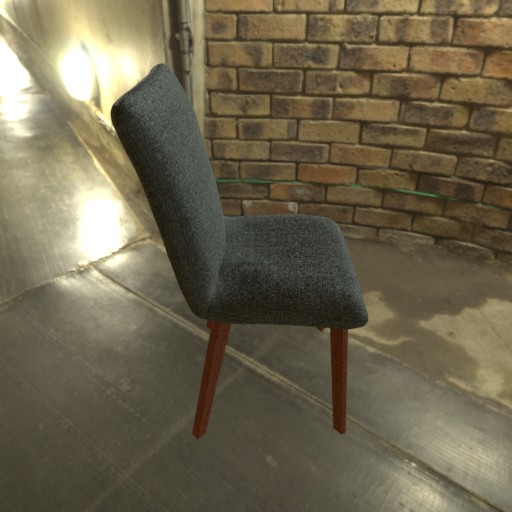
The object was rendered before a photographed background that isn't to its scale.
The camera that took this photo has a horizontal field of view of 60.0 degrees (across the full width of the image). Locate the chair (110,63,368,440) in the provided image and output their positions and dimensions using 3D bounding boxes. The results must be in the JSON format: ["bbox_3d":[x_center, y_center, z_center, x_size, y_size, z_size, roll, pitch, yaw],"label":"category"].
[{"bbox_3d":[0.000,0.000,1.270,0.563,0.974,0.522,0,34,0],"label":"chair"}]
